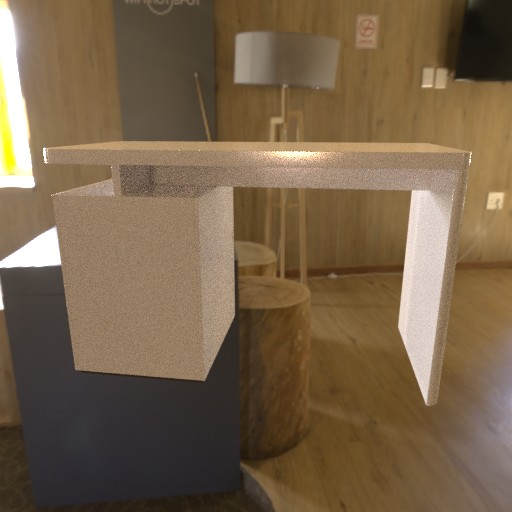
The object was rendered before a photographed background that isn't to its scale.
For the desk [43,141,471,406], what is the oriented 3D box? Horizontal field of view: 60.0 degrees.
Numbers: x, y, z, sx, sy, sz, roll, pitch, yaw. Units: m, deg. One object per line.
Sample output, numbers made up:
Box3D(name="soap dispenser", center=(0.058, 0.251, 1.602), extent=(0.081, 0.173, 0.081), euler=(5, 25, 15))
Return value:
Box3D(name="desk", center=(0.000, 0.000, 1.570), extent=(1.200, 0.760, 0.550), euler=(2, 17, 8))
